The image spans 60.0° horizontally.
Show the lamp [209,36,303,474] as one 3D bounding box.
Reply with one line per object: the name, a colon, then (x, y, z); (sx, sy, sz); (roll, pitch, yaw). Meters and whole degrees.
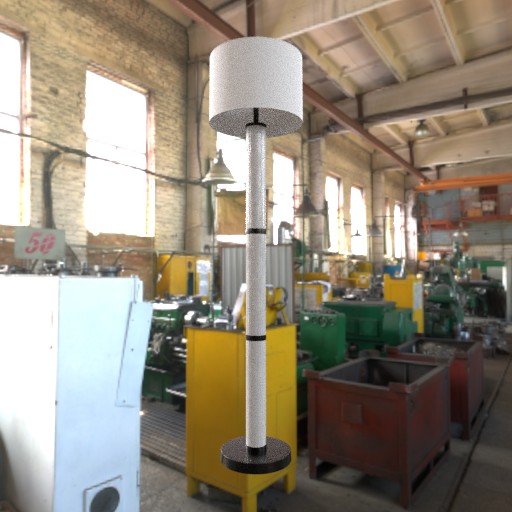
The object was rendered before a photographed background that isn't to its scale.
lamp: (0.000, 0.000, 1.777); (0.377, 1.599, 0.377); (0, -2, 0)
